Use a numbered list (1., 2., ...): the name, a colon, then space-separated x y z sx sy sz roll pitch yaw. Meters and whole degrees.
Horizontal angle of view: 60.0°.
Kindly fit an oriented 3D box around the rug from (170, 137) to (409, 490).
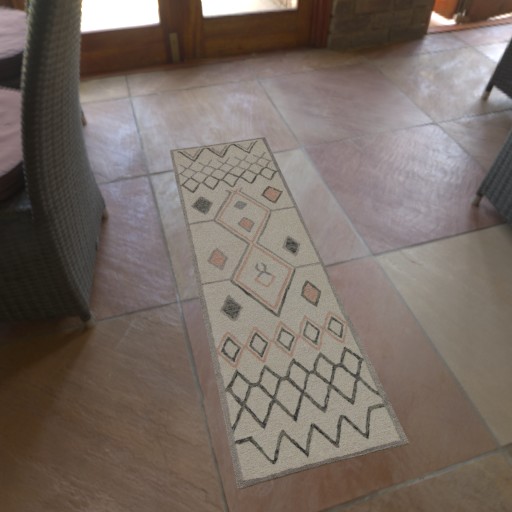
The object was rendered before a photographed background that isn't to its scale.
1. rug: 0.000 0.000 2.632 0.750 0.011 2.435 -10 48 -9
